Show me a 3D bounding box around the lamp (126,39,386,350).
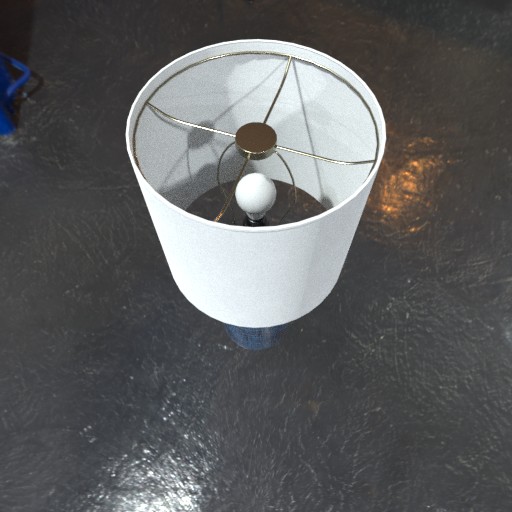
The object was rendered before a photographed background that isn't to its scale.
[{"bbox_3d":[0.000,0.000,0.586,0.220,0.475,0.220,30,65,15],"label":"lamp"}]
